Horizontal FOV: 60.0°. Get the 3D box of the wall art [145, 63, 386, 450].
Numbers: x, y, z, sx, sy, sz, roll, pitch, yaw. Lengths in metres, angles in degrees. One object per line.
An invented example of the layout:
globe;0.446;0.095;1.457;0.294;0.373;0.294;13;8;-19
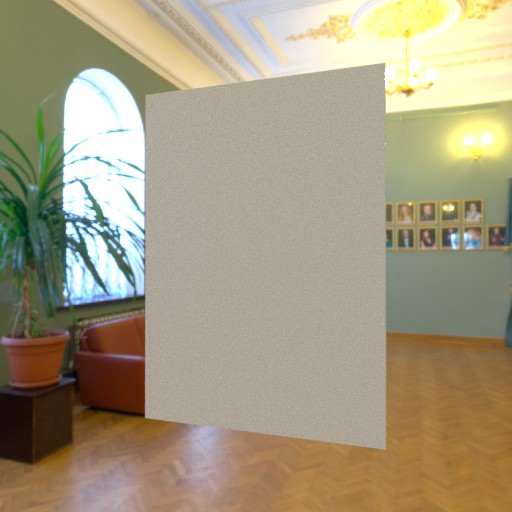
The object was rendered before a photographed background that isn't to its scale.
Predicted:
wall art;0.000;0.000;0.676;0.381;0.533;0.013;0;0;19
